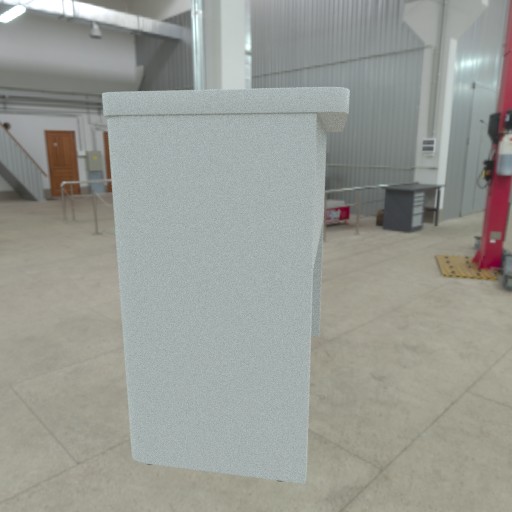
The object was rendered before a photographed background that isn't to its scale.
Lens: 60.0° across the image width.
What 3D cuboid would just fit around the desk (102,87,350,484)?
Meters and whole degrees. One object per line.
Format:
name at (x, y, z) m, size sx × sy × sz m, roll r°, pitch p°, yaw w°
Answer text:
desk at (0.000, 0.000, 1.212) m, size 0.446 × 0.760 × 0.790 m, roll 2°, pitch 14°, yaw 10°
